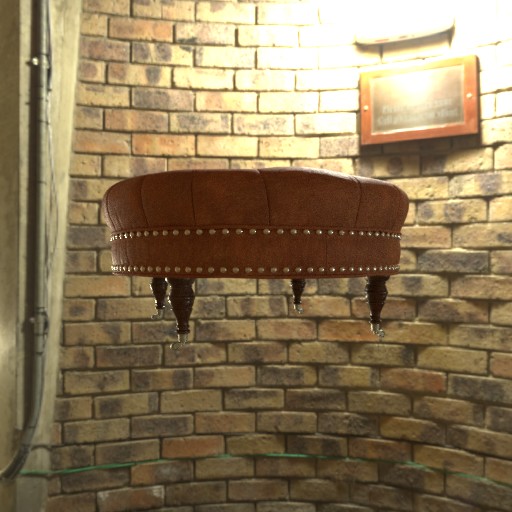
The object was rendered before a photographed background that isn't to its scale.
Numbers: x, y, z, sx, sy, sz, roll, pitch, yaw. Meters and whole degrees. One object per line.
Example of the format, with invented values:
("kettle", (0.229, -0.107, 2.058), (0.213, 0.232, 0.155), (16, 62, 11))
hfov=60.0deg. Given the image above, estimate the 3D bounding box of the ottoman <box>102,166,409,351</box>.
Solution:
("ottoman", (0.000, 0.000, 1.371), (0.901, 0.444, 0.901), (0, 0, 0))
